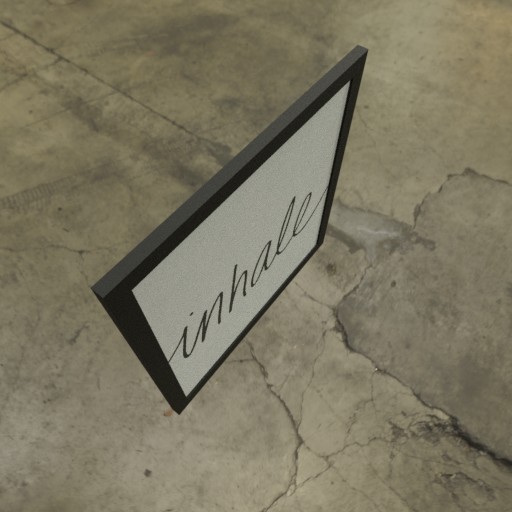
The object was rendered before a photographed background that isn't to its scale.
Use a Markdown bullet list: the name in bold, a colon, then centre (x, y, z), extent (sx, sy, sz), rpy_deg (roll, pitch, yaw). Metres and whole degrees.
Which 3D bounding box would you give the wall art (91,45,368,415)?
- **wall art**: centre (0.000, 0.000, 0.528), extent (0.013, 0.356, 0.356), rpy_deg (33, 64, 19)
